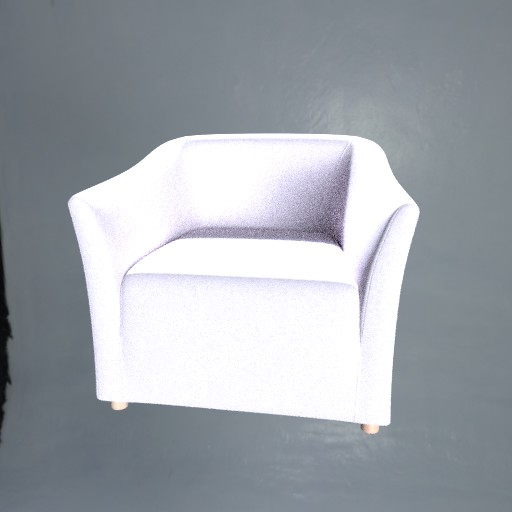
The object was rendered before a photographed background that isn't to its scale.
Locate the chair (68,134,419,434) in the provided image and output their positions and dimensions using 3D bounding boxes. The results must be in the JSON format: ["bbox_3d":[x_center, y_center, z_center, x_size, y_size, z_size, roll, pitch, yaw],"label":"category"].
[{"bbox_3d":[0.000,0.000,1.349,0.790,0.720,0.700,2,15,8],"label":"chair"}]
